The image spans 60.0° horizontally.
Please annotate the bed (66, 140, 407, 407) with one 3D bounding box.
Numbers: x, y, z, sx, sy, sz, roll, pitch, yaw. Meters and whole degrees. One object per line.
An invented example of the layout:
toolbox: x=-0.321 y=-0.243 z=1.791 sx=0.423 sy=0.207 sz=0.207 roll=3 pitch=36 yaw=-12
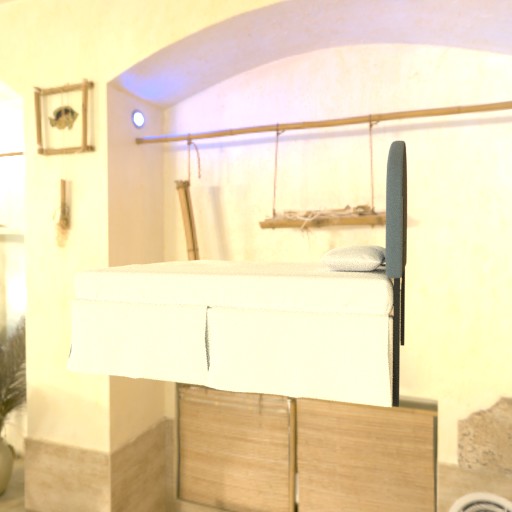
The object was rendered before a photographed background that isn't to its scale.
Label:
bed: x=0.000 y=0.000 z=3.137 sx=2.005 sy=1.410 sz=1.607 roll=1 pitch=2 yaw=20
